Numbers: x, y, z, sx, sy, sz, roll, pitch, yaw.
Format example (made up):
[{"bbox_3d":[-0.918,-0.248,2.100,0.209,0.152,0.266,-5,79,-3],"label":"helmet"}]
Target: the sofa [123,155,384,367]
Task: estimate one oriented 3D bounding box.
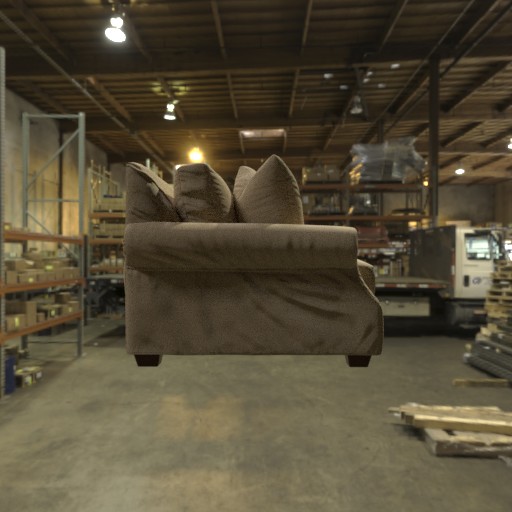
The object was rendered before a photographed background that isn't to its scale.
[{"bbox_3d":[0.000,0.000,2.843,1.067,0.904,2.285,0,0,1],"label":"sofa"}]
